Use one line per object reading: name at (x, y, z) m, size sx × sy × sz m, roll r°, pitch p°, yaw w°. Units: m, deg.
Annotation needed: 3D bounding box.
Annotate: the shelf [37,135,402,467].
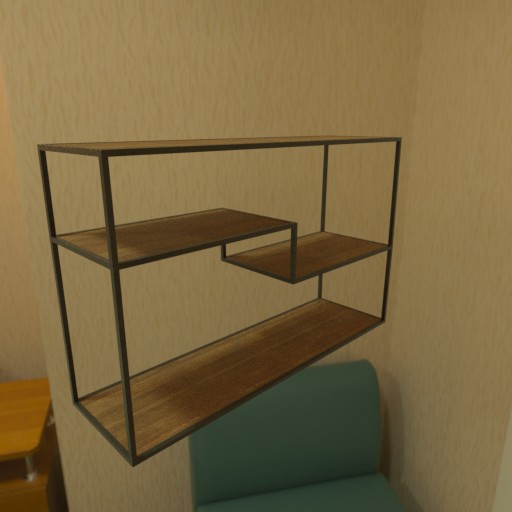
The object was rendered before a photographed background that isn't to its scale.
shelf at (0.000, 0.000, 1.510) m, size 1.201 × 0.765 × 0.361 m, roll -16°, pitch 23°, yaw -42°
